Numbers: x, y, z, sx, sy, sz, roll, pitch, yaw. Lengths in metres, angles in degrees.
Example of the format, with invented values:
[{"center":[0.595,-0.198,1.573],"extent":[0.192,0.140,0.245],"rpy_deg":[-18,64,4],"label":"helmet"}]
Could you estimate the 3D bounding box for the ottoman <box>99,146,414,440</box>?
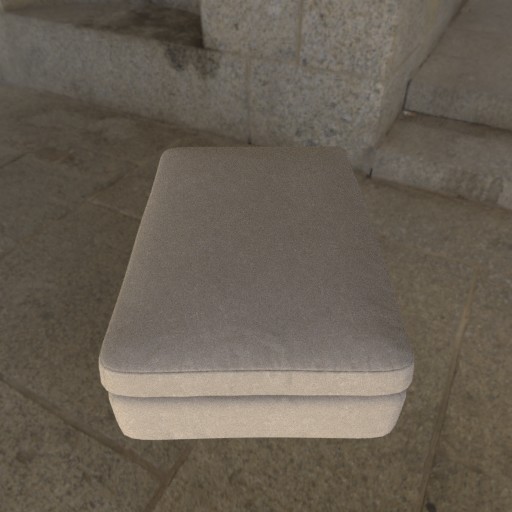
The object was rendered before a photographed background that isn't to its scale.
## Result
[{"center":[0.000,0.000,1.624],"extent":[0.840,0.429,1.199],"rpy_deg":[0,41,0],"label":"ottoman"}]
